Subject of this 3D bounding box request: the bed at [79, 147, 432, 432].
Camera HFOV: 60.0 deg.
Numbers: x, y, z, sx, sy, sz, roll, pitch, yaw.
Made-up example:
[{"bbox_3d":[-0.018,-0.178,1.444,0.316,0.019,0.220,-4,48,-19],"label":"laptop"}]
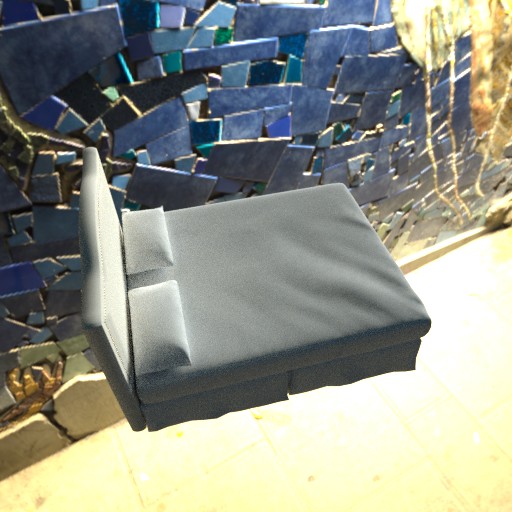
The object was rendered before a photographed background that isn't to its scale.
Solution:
[{"bbox_3d":[0.000,0.000,3.466,2.282,1.436,1.821,-11,48,-10],"label":"bed"}]
